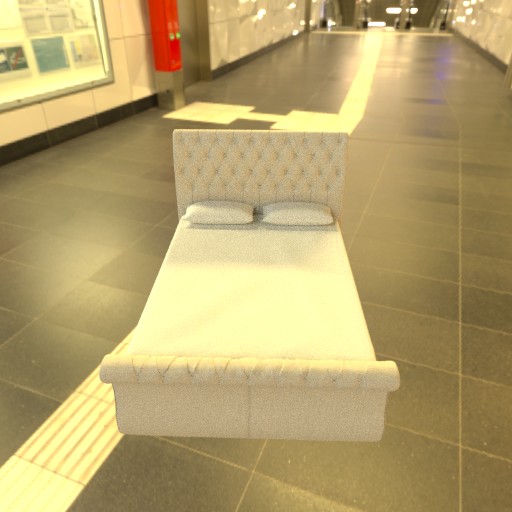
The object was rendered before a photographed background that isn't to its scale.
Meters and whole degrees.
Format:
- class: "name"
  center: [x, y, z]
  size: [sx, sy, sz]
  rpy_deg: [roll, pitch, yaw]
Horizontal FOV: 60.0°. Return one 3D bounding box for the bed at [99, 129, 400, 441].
- class: "bed"
  center: [0.000, 0.000, 3.376]
  size: [1.606, 1.268, 2.493]
  rpy_deg: [1, 31, 2]
